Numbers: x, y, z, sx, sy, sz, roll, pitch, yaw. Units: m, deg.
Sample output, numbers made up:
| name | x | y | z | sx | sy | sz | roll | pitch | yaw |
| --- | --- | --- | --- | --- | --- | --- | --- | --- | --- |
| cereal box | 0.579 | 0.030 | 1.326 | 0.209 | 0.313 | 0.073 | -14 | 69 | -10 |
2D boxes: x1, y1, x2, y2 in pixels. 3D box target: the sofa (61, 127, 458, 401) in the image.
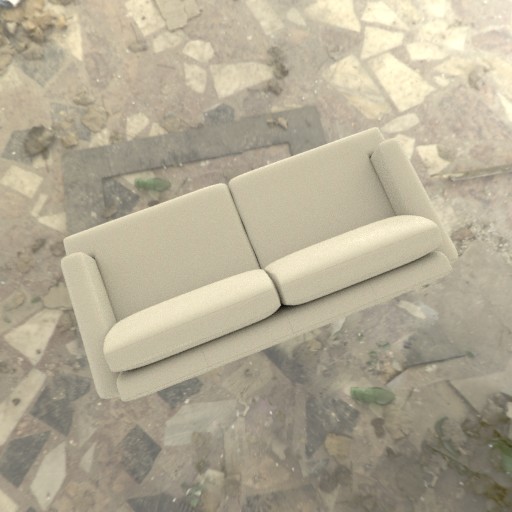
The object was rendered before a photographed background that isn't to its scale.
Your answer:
| name | x | y | z | sx | sy | sz | roll | pitch | yaw |
| --- | --- | --- | --- | --- | --- | --- | --- | --- | --- |
| sofa | 0.000 | 0.000 | 2.408 | 1.940 | 0.765 | 0.974 | -21 | 77 | -5 |
